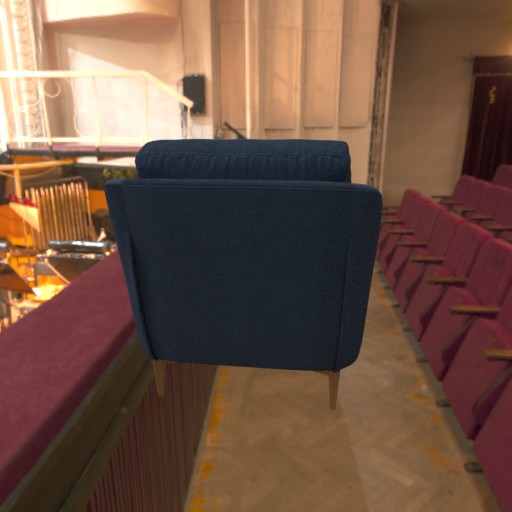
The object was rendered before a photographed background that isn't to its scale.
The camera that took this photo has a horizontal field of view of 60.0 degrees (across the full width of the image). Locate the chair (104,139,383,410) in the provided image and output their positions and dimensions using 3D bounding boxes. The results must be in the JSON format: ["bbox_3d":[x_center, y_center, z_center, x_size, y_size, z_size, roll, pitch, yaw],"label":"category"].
[{"bbox_3d":[0.000,0.000,1.740,0.987,0.899,0.961,2,16,7],"label":"chair"}]
